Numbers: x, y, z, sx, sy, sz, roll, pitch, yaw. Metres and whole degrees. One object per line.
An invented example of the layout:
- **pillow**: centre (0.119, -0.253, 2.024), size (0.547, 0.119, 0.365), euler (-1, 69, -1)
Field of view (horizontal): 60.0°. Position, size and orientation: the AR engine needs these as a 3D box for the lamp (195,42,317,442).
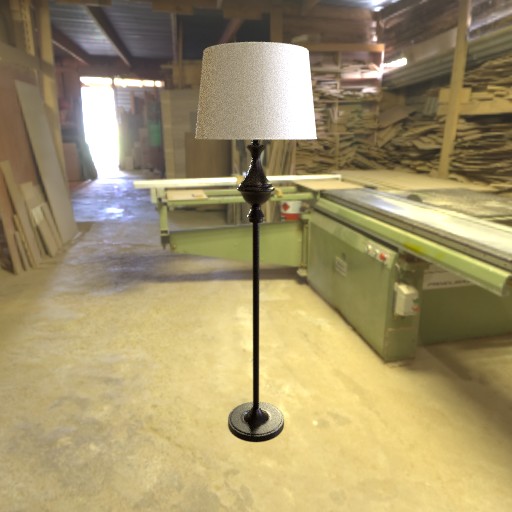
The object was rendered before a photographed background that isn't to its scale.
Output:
- **lamp**: centre (0.000, 0.000, 1.692), size (0.431, 1.484, 0.431), euler (0, 16, 0)
